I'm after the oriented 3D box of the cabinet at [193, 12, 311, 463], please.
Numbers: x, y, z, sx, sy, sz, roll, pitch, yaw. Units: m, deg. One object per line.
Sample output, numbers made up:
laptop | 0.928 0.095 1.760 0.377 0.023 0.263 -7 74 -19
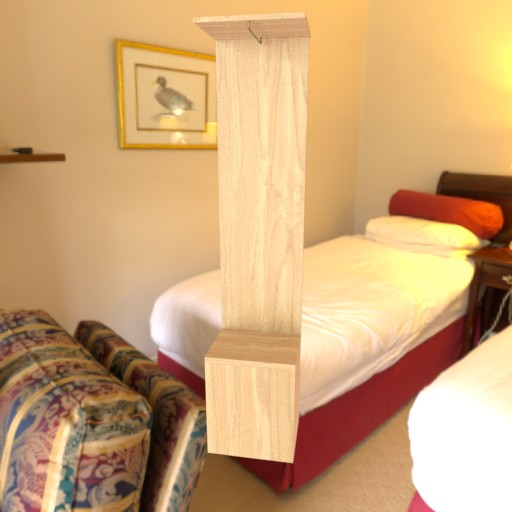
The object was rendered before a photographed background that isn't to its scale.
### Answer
cabinet | 0.000 0.000 1.991 0.411 1.879 0.338 3 15 10
